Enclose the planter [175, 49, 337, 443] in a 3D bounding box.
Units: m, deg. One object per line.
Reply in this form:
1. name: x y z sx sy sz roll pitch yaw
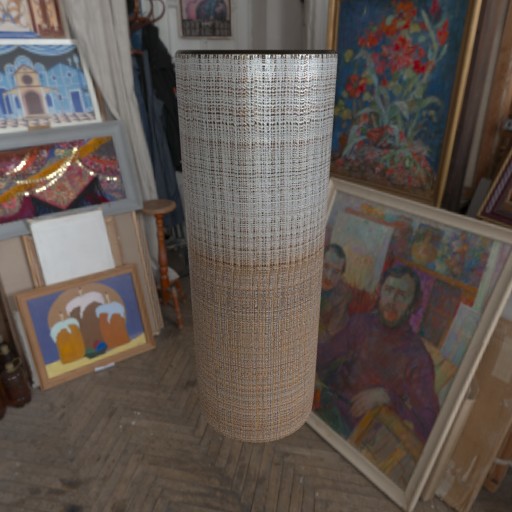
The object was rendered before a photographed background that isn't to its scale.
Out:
1. planter: 0.000 0.000 0.329 0.099 0.278 0.099 7 26 16
